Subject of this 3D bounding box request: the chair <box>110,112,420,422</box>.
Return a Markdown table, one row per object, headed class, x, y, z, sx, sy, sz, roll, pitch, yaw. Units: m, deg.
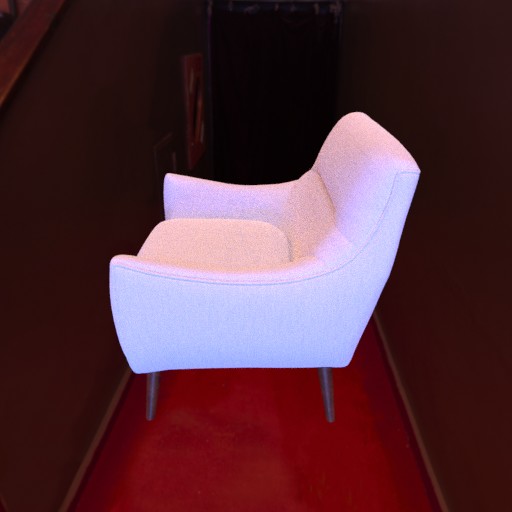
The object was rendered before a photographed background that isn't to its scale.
| class | x | y | z | sx | sy | sz | roll | pitch | yaw |
| --- | --- | --- | --- | --- | --- | --- | --- | --- | --- |
| chair | 0.000 | 0.000 | 1.447 | 0.787 | 0.838 | 0.762 | 0 | 27 | 1 |
